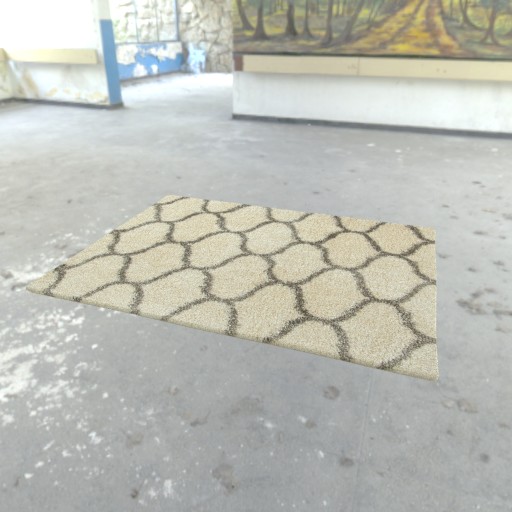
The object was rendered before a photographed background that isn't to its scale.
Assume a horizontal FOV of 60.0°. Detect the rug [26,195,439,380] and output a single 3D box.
[{"bbox_3d":[0.000,0.000,2.090,1.600,0.025,1.200,9,29,17],"label":"rug"}]
